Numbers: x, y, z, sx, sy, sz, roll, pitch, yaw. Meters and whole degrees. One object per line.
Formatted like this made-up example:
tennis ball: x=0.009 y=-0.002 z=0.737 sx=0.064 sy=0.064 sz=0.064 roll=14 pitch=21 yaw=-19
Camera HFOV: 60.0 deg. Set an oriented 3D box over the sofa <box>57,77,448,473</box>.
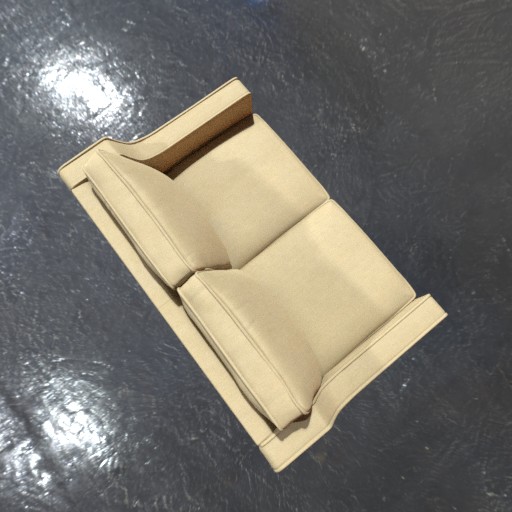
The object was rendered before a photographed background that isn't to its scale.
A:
sofa: x=0.000 y=0.000 z=2.131 sx=0.987 sy=0.971 sz=1.501 roll=-37 pitch=79 yaw=-9
